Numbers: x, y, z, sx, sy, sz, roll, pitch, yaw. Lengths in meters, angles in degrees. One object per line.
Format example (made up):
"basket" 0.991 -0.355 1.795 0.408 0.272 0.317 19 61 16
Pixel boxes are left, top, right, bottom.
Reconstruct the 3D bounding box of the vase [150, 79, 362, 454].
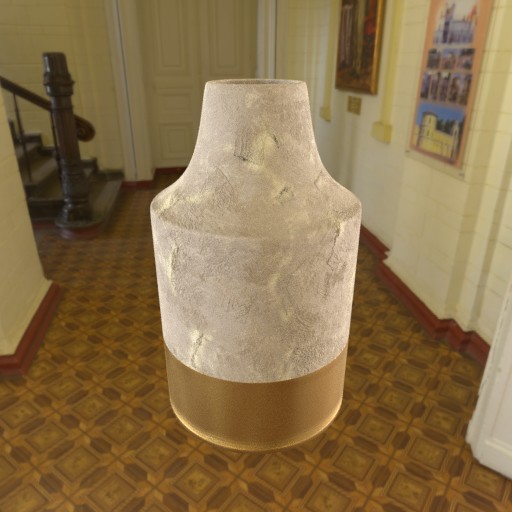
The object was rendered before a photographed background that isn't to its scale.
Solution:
"vase" 0.000 0.000 0.415 0.184 0.305 0.184 0 25 0
